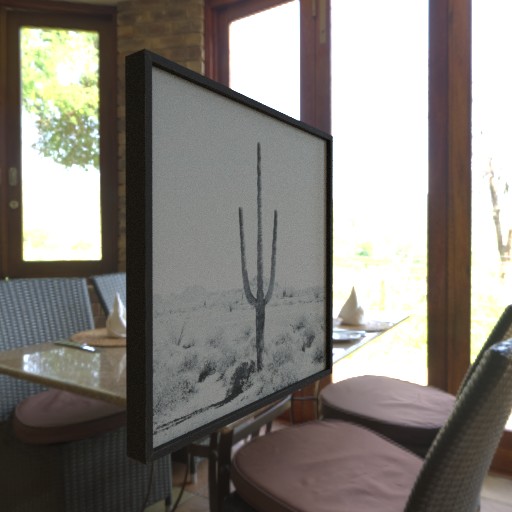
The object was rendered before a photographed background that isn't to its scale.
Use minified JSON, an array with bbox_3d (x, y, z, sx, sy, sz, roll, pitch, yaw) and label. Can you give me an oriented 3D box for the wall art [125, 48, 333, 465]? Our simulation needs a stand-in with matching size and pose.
[{"bbox_3d":[0.000,0.000,0.756,0.038,0.508,0.508,0,1,36],"label":"wall art"}]
